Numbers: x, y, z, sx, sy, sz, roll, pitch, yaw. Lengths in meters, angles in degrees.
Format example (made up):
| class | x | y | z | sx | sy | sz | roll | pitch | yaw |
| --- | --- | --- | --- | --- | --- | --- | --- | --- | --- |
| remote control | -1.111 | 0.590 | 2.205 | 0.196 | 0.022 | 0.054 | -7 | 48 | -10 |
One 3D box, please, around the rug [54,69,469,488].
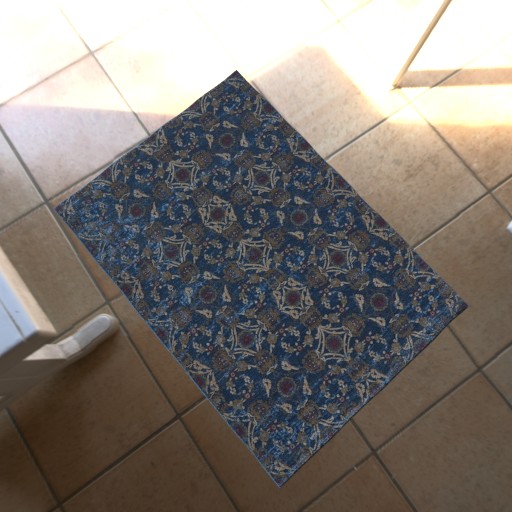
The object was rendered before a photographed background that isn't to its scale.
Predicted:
| class | x | y | z | sx | sy | sz | roll | pitch | yaw |
| --- | --- | --- | --- | --- | --- | --- | --- | --- | --- |
| rug | 0.000 | 0.000 | 2.804 | 1.567 | 0.014 | 2.207 | -40 | 80 | -9 |
